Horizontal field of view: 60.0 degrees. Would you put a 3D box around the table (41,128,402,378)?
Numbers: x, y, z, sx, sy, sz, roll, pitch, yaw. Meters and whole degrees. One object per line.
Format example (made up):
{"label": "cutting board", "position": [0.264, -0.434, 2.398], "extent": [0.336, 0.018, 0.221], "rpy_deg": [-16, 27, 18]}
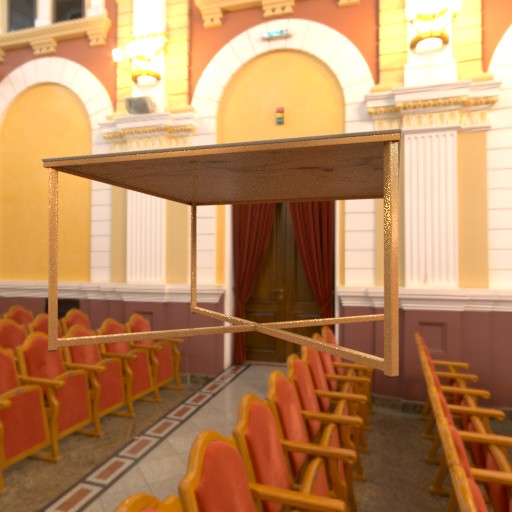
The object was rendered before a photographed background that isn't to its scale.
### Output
{"label": "table", "position": [0.000, 0.000, 1.294], "extent": [0.800, 0.450, 0.800], "rpy_deg": [0, 0, 18]}
